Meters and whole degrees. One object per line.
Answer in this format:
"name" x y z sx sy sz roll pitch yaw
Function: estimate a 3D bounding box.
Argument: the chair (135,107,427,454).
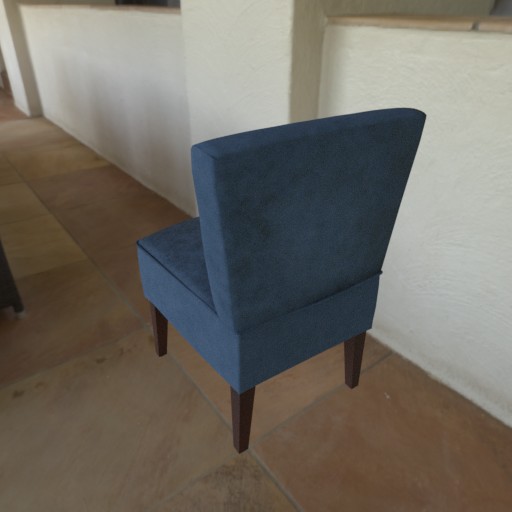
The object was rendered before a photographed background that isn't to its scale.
"chair" 0.000 0.000 1.188 0.521 0.806 0.551 -18 35 -29
